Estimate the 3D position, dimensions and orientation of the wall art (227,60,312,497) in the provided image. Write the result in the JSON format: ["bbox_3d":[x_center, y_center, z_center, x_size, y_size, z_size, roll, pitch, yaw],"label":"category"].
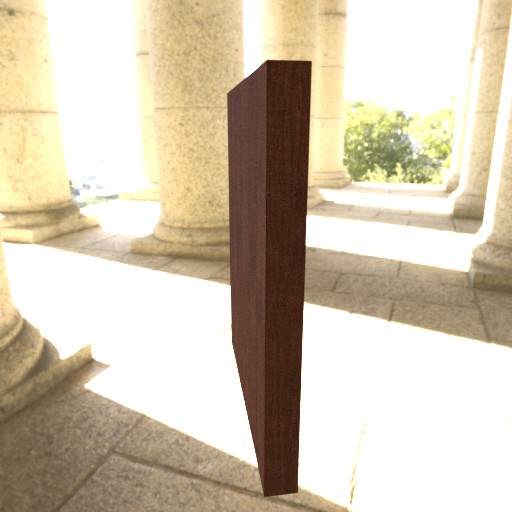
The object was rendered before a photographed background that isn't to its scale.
[{"bbox_3d":[0.000,0.000,0.613,0.039,0.449,0.377,-2,16,-8],"label":"wall art"}]
